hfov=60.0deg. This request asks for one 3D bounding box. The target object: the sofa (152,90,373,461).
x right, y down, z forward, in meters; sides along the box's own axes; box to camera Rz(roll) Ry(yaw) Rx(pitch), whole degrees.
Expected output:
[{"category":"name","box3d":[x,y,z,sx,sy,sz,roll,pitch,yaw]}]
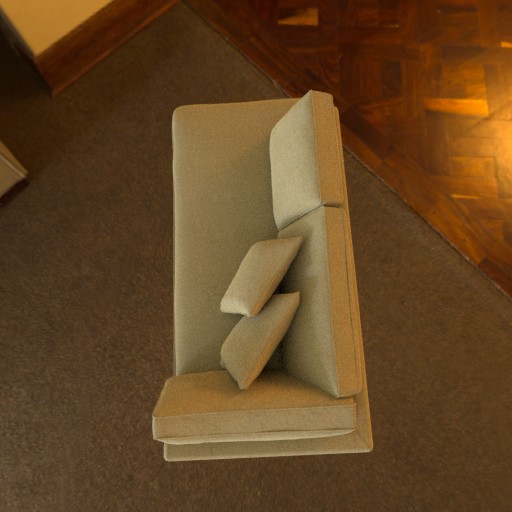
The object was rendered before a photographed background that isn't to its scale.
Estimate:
[{"category":"sofa","box3d":[0.000,0.000,2.788,1.110,1.019,2.238,-3,76,-1]}]
